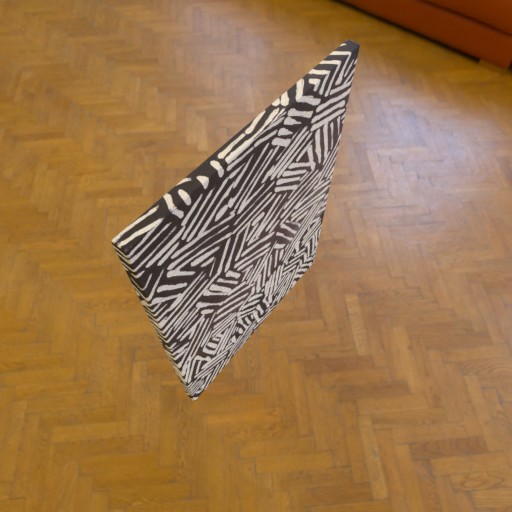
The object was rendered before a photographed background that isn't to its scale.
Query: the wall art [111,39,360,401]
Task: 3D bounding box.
[{"bbox_3d":[0.000,0.000,1.352,0.038,1.017,0.765,34,64,19],"label":"wall art"}]
